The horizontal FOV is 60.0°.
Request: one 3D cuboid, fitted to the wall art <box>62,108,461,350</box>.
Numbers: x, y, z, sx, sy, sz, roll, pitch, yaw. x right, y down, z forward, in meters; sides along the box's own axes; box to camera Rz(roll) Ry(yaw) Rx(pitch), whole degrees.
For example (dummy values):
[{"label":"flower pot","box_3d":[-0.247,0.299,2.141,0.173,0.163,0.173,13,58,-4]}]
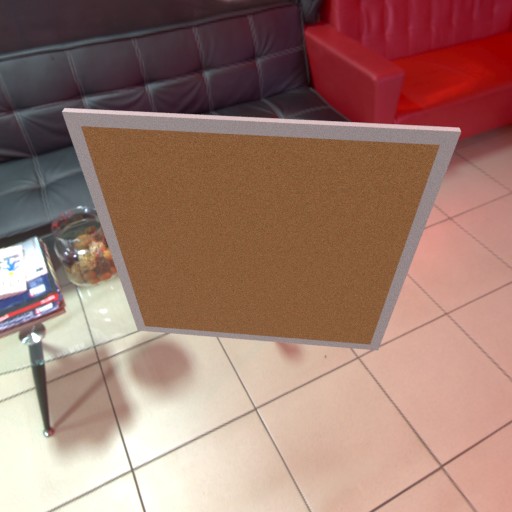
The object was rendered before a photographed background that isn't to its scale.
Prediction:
[{"label":"wall art","box_3d":[0.000,0.000,0.674,0.456,0.457,0.009,4,47,4]}]
